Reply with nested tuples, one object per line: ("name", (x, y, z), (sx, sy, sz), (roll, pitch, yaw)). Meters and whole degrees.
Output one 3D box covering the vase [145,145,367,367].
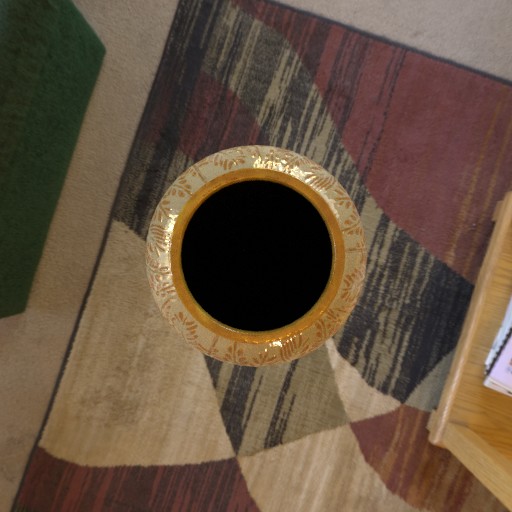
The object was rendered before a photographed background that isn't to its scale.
("vase", (0.000, 0.000, 0.374), (0.172, 0.270, 0.172), (0, 90, 0))
